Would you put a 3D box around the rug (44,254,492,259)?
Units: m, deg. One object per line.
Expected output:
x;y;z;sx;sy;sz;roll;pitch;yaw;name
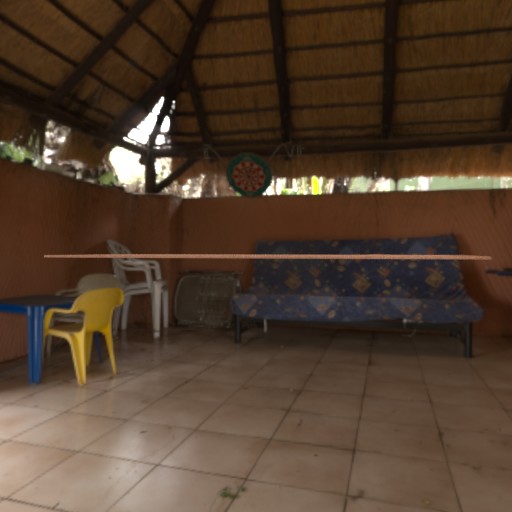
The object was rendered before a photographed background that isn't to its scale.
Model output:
0.000;0.000;2.701;2.439;0.017;0.764;0;1;15;rug
